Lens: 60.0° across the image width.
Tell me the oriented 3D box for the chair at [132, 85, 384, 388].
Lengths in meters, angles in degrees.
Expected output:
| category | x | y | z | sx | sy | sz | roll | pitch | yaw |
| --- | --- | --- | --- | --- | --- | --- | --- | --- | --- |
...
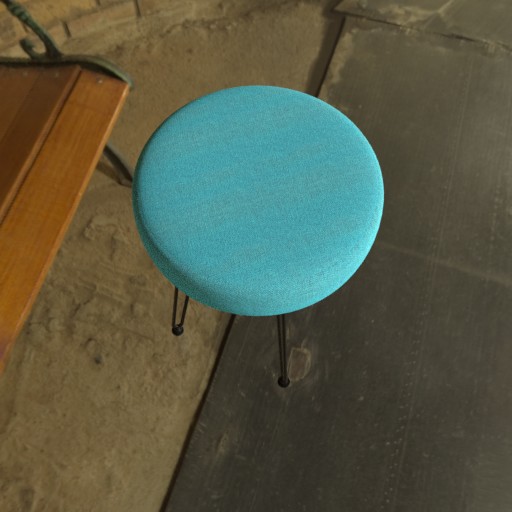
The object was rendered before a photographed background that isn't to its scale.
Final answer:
| category | x | y | z | sx | sy | sz | roll | pitch | yaw |
| --- | --- | --- | --- | --- | --- | --- | --- | --- | --- |
| chair | 0.000 | 0.000 | 0.699 | 0.350 | 0.440 | 0.350 | -17 | 65 | -8 |
